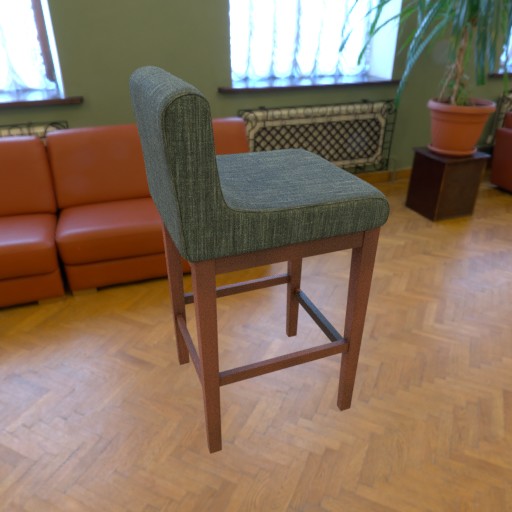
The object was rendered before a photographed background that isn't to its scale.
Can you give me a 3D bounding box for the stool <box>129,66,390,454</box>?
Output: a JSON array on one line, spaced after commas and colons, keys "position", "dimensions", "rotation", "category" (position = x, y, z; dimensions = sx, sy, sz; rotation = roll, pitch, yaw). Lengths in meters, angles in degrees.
[{"position": [0.000, 0.000, 1.070], "dimensions": [0.459, 0.835, 0.395], "rotation": [-11, 30, -18], "category": "stool"}]
